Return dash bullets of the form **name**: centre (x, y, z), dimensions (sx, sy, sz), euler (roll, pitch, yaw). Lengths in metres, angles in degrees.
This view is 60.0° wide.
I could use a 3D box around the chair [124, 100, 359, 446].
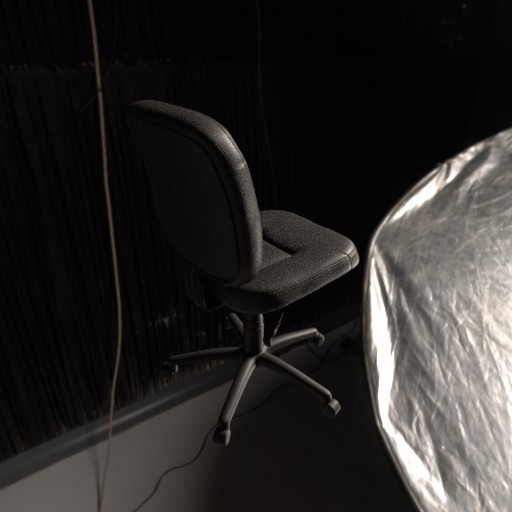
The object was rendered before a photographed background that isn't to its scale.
- **chair**: centre (0.000, 0.000, 1.397), dimensions (0.646, 0.959, 0.647), euler (-18, 32, -32)
